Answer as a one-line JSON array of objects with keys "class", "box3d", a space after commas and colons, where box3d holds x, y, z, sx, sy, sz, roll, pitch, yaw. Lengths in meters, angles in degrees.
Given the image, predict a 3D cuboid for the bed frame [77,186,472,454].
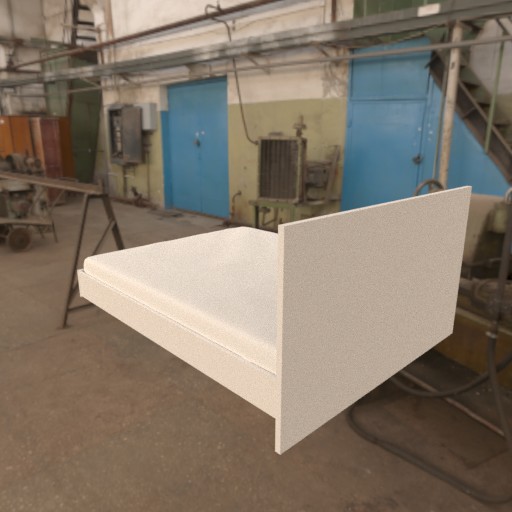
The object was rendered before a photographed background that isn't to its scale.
[{"class": "bed frame", "box3d": [0.000, 0.000, 3.060, 1.711, 1.001, 2.100, -15, 22, -41]}]
